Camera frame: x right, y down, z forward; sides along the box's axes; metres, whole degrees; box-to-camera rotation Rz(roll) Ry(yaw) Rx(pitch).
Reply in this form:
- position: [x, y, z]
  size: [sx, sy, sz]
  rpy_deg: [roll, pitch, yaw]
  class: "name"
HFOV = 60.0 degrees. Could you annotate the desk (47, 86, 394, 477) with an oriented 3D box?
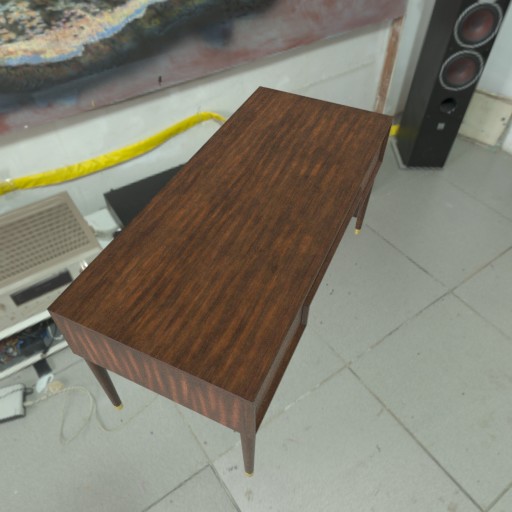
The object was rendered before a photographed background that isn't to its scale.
- position: [0.000, 0.000, 2.036]
  size: [0.724, 0.762, 1.575]
  rpy_deg: [19, 51, 17]
  class: "desk"
